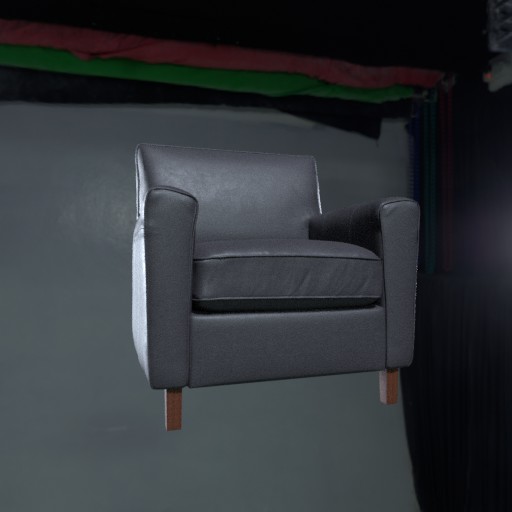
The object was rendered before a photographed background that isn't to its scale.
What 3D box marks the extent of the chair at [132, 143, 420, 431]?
[{"bbox_3d":[0.000,0.000,1.640,0.870,0.943,0.825,0,0,-18],"label":"chair"}]
